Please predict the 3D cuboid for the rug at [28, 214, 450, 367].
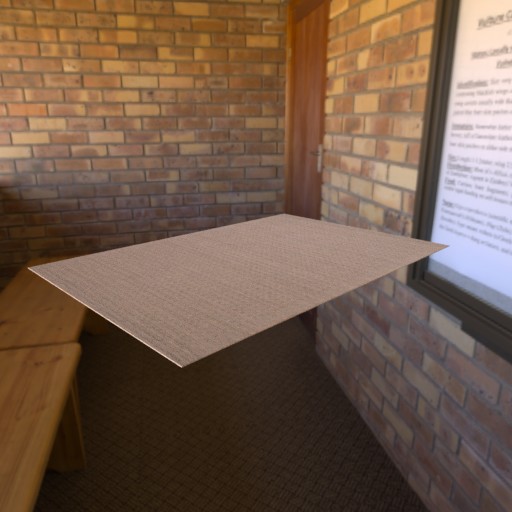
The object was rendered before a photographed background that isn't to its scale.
[{"bbox_3d":[0.000,0.000,3.652,2.895,0.006,1.981,-16,23,-42],"label":"rug"}]
